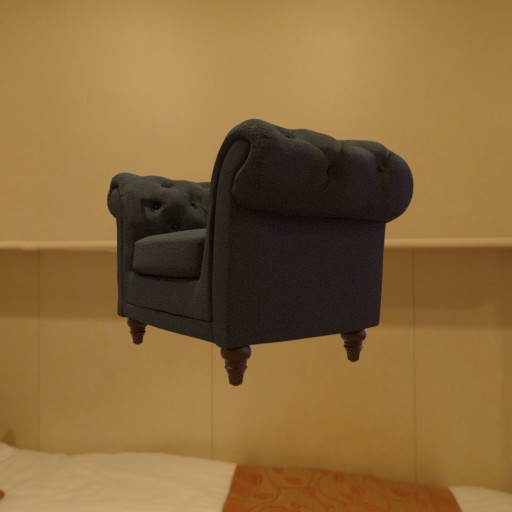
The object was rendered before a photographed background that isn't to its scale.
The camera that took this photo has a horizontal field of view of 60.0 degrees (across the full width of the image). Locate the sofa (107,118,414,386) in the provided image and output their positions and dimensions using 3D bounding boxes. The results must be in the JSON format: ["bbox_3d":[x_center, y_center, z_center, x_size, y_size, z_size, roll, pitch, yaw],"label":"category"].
[{"bbox_3d":[0.000,0.000,2.098,1.032,0.878,1.405,0,0,-36],"label":"sofa"}]
